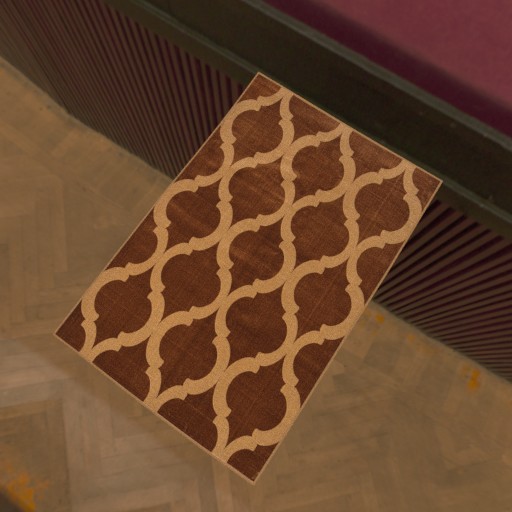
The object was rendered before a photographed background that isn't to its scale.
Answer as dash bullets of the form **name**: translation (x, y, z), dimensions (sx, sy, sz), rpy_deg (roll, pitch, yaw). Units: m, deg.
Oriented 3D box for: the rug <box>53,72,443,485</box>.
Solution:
- **rug**: translation (0.000, 0.000, 2.879), dimensions (1.526, 0.014, 2.290), rpy_deg (33, 78, 8)
